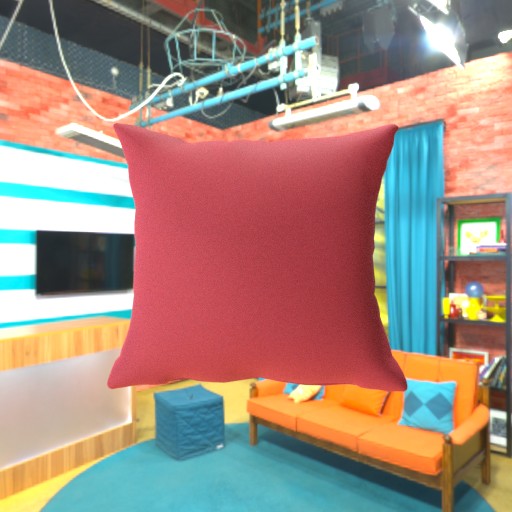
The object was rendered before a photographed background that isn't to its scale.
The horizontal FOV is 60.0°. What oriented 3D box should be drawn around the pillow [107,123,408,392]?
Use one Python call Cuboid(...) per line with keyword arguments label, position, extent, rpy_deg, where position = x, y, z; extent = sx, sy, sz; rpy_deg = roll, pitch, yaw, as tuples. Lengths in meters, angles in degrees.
Cuboid(label="pillow", position=(0.000, 0.000, 0.828), extent=(0.559, 0.501, 0.229), rpy_deg=(0, 0, 1))
